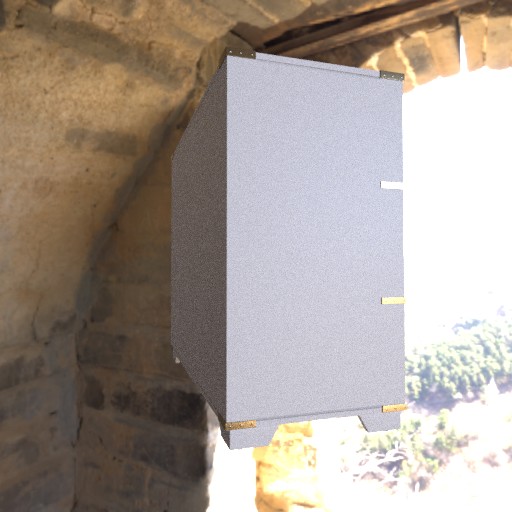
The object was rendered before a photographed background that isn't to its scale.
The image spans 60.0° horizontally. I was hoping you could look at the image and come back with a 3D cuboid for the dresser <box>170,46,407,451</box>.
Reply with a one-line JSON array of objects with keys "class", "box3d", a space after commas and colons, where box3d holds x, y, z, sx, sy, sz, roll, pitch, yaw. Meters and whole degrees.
[{"class": "dresser", "box3d": [0.000, 0.000, 1.515, 0.460, 0.891, 1.022, 0, -1, -17]}]
